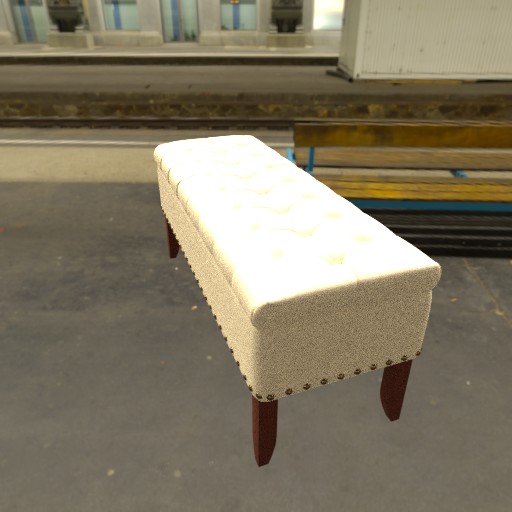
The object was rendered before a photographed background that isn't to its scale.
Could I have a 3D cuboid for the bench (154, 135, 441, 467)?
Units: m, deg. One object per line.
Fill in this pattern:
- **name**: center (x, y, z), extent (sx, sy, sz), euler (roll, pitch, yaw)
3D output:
- **bench**: center (0.000, 0.000, 1.323), extent (0.400, 0.470, 1.054), euler (-11, 31, -18)
